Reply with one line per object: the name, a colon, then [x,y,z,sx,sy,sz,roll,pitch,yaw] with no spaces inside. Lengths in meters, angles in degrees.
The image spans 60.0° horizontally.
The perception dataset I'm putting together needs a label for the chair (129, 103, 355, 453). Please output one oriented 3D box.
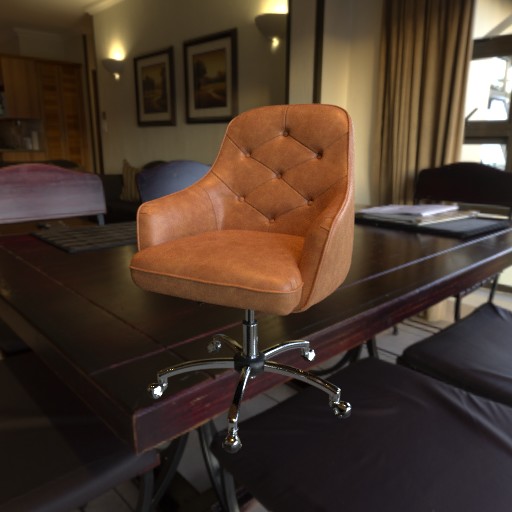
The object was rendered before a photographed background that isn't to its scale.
chair: [0.000,0.000,1.332,0.628,0.909,0.615,7,16,27]
